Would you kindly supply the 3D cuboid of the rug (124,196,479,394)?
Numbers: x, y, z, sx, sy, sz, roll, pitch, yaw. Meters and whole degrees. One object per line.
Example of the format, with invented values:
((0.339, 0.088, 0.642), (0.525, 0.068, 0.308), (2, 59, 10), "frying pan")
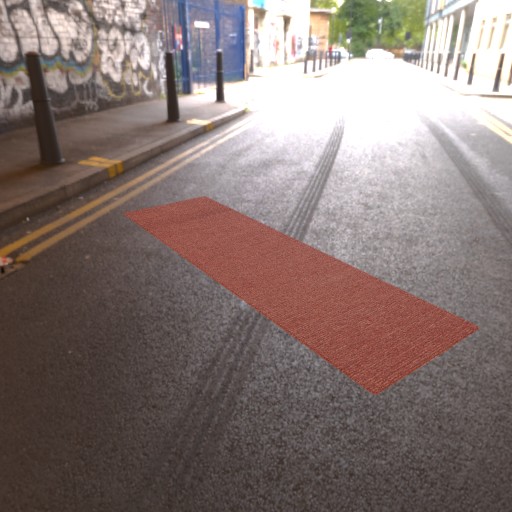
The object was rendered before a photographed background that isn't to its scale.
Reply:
((0.000, 0.000, 2.550), (0.687, 0.012, 2.307), (-17, 30, -33), "rug")
